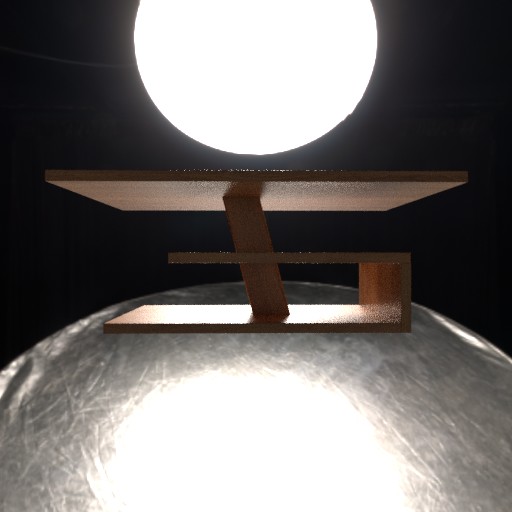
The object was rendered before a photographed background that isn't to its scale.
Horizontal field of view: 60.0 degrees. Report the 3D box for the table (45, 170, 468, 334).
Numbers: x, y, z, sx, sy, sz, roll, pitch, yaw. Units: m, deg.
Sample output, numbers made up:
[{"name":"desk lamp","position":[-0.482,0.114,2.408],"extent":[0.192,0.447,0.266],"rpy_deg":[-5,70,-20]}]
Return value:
[{"name":"table","position":[0.000,0.000,1.500],"extent":[1.100,0.442,0.700],"rpy_deg":[0,0,-1]}]
